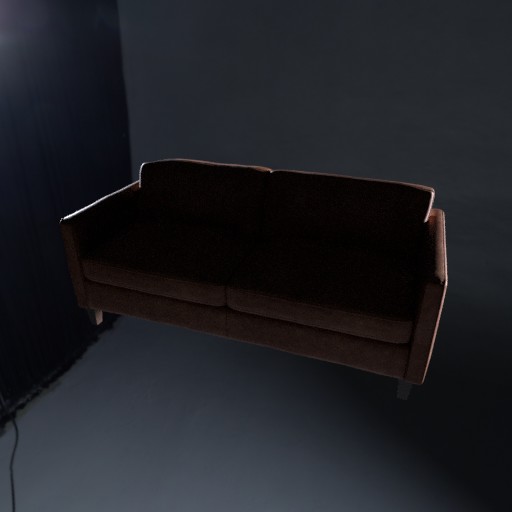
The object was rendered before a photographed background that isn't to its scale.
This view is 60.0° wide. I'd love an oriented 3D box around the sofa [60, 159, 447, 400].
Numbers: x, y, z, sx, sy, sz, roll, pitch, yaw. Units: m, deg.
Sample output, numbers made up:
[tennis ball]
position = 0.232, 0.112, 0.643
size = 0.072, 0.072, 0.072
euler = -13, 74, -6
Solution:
[sofa]
position = 0.000, 0.000, 2.546
size = 1.971, 0.863, 0.923
euler = 9, 29, 18
